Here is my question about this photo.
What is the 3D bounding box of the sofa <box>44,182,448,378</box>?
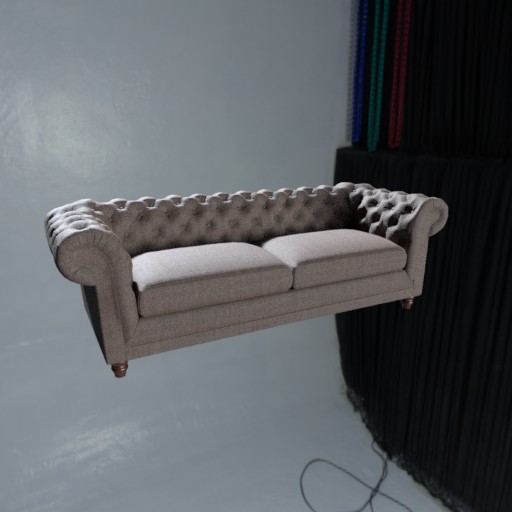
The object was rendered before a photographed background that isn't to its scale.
[{"bbox_3d":[0.000,0.000,2.840,2.385,0.787,0.944,-8,17,-26],"label":"sofa"}]
